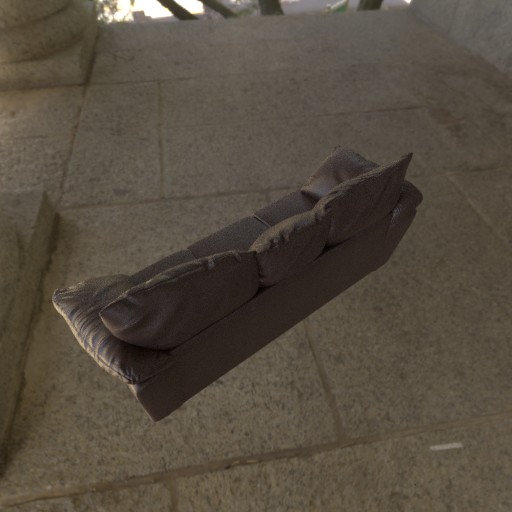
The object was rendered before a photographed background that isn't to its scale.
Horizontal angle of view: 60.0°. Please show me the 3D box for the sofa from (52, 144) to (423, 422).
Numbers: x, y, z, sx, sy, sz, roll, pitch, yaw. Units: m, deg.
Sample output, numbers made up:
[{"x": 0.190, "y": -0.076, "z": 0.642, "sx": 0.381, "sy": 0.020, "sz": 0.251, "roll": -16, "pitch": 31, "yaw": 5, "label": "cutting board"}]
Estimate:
[{"x": 0.000, "y": 0.000, "z": 2.912, "sx": 2.390, "sy": 1.091, "sz": 0.907, "roll": -30, "pitch": 52, "yaw": -26, "label": "sofa"}]
